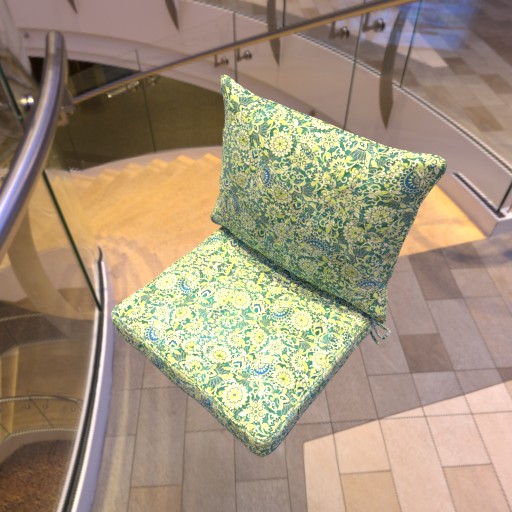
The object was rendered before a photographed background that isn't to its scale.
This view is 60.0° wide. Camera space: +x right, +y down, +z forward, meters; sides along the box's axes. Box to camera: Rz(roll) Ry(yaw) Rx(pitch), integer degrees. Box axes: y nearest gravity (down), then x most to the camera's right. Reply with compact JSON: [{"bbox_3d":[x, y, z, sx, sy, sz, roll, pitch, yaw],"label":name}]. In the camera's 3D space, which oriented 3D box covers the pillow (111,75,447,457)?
[{"bbox_3d":[0.000,0.000,1.355,0.798,0.722,0.740,32,54,27],"label":"pillow"}]
